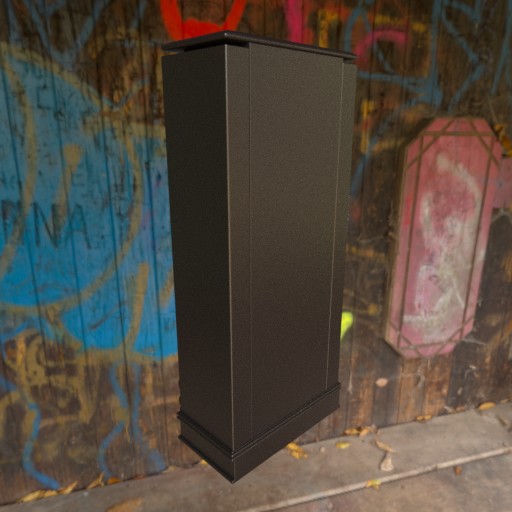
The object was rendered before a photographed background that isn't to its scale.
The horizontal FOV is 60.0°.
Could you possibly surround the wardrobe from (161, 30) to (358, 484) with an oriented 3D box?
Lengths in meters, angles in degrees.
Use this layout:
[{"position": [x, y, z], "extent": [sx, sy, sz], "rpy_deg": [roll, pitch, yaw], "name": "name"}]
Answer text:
[{"position": [0.000, 0.000, 1.187], "extent": [0.444, 1.011, 0.295], "rpy_deg": [-16, 23, -42], "name": "wardrobe"}]
